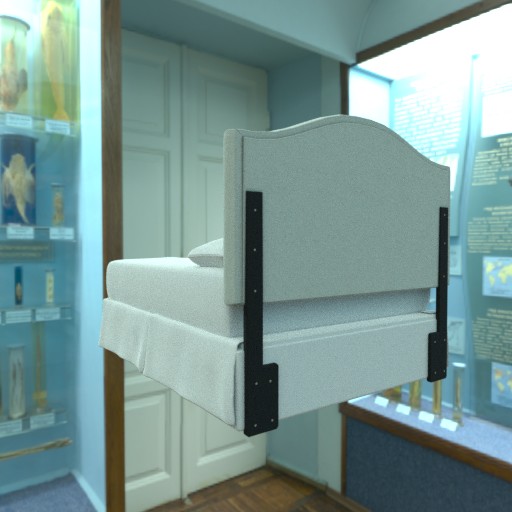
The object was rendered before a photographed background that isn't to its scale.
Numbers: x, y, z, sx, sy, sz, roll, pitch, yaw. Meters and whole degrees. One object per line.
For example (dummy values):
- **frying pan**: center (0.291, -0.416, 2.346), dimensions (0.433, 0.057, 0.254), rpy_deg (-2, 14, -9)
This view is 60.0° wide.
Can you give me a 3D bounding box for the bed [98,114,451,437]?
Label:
- **bed**: center (0.000, 0.000, 3.377), dimensions (1.813, 1.607, 2.180), rpy_deg (-1, 2, -35)
